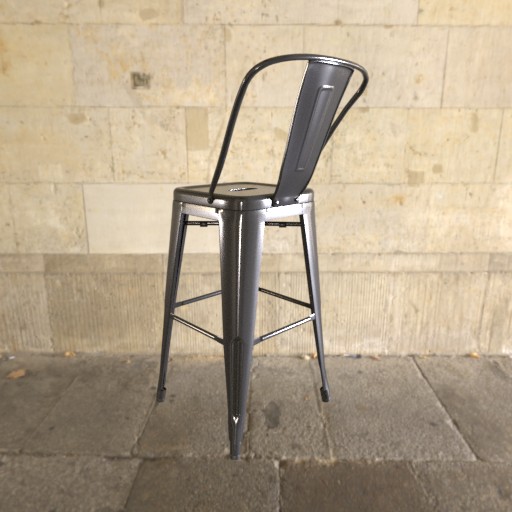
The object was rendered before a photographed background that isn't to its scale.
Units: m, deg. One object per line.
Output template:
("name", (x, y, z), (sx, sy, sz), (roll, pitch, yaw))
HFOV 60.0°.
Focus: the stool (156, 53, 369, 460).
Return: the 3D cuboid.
("stool", (0.000, 0.000, 1.303), (0.432, 1.022, 0.528), (-14, 20, -42))
